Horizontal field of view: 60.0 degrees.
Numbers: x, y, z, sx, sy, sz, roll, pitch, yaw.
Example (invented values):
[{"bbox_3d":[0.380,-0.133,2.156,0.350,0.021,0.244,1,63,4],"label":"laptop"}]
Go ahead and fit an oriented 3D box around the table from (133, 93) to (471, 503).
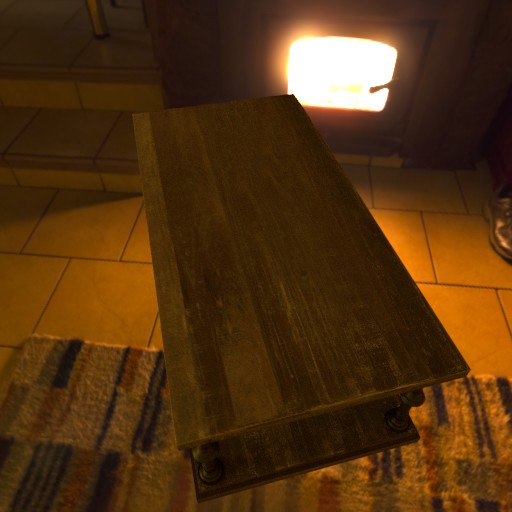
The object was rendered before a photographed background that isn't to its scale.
[{"bbox_3d":[0.000,0.000,1.277,0.554,0.373,1.088,-11,49,-10],"label":"table"}]
